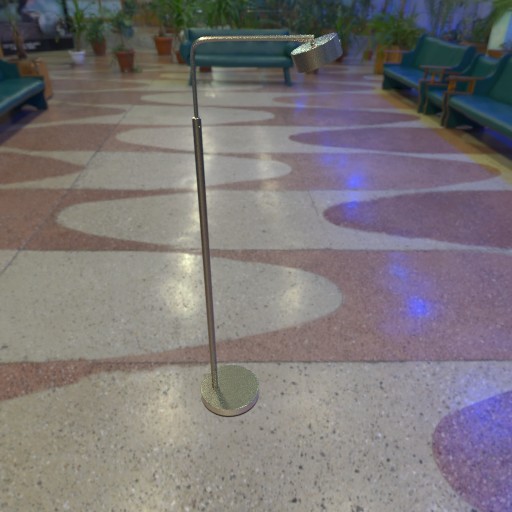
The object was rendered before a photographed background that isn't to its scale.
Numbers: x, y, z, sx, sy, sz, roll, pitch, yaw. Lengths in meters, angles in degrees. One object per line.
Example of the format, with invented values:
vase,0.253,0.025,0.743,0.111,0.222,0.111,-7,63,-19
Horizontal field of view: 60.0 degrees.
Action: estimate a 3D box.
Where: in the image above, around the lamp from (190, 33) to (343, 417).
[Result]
lamp,0.000,0.000,1.386,0.421,1.250,0.222,0,32,0
